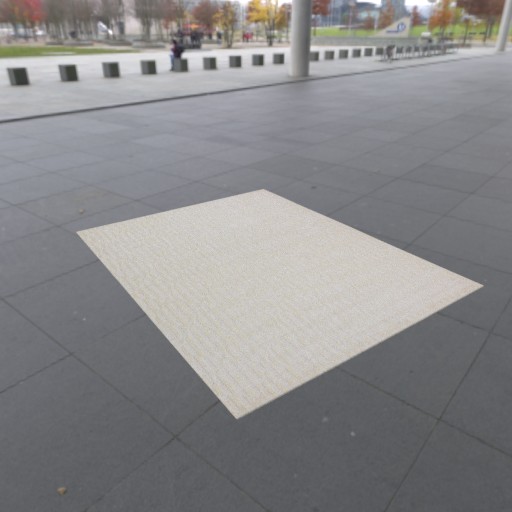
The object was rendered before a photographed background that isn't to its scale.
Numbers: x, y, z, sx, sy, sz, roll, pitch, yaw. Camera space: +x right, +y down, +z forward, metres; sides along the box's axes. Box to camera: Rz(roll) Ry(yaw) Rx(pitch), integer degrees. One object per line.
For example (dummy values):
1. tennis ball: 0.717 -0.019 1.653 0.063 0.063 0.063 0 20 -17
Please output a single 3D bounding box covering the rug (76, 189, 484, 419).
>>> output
1. rug: 0.000 0.000 4.109 2.410 0.021 3.055 -18 32 -31
